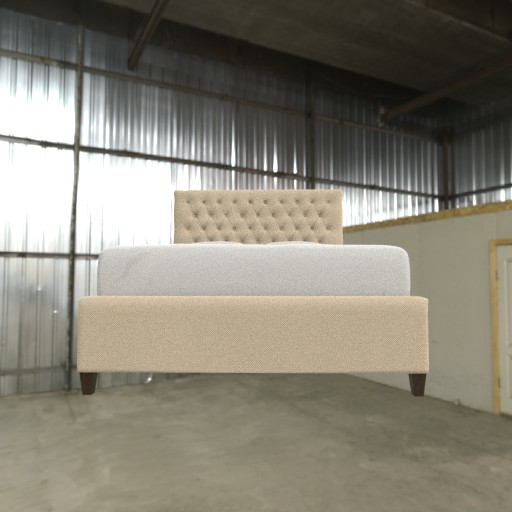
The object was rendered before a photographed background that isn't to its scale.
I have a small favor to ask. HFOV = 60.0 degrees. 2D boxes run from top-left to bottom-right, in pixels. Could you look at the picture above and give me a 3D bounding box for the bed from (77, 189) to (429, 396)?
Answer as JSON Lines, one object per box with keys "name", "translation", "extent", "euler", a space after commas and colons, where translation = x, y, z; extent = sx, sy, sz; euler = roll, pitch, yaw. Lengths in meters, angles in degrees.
{"name": "bed", "translation": [0.000, 0.000, 3.295], "extent": [1.698, 1.427, 2.387], "euler": [0, -2, 1]}
